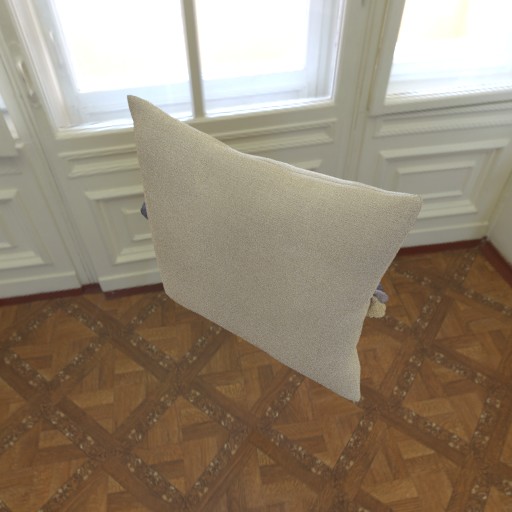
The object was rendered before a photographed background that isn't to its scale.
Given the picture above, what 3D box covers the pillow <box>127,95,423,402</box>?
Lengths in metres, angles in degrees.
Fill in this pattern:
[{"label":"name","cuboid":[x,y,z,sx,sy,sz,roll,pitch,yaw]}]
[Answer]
[{"label":"pillow","cuboid":[0.000,0.000,0.770,0.489,0.481,0.165,26,51,23]}]
